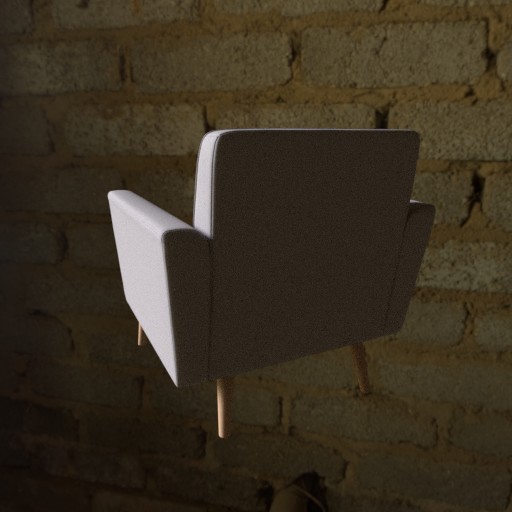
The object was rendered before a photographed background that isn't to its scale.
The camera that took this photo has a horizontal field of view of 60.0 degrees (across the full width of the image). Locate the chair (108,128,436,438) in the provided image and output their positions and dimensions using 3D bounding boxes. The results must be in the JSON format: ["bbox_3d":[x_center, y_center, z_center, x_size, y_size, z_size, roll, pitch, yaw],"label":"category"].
[{"bbox_3d":[0.000,0.000,1.412,0.780,0.780,0.750,-8,17,-25],"label":"chair"}]
